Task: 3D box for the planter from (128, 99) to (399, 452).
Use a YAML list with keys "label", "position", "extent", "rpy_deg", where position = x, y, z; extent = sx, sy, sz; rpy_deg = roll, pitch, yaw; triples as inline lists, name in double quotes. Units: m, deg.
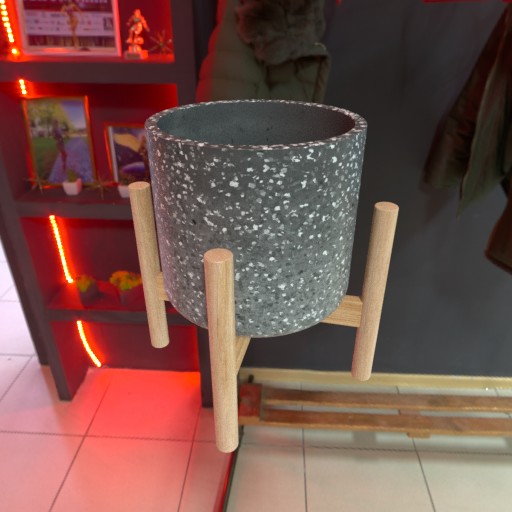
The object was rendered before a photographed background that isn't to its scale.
- label: "planter"
  position: [0.000, 0.000, 0.530]
  extent: [0.284, 0.320, 0.284]
  rpy_deg: [19, 34, 31]
